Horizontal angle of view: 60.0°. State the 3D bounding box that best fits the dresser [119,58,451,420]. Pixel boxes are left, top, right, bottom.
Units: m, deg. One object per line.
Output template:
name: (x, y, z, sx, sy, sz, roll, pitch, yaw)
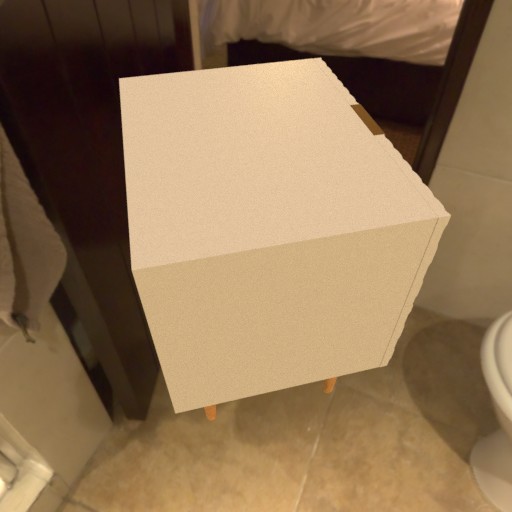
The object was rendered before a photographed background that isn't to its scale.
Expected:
dresser: (0.000, 0.000, 0.913, 0.414, 0.568, 0.503, -10, 47, -9)
